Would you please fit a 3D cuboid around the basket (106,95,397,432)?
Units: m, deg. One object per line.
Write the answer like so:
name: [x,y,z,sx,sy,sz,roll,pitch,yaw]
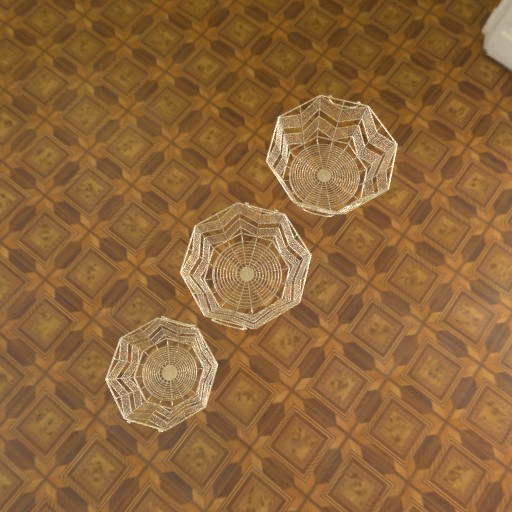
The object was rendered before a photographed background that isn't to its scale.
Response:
basket: [0.000,0.000,1.433,0.432,0.178,1.246,36,78,9]
